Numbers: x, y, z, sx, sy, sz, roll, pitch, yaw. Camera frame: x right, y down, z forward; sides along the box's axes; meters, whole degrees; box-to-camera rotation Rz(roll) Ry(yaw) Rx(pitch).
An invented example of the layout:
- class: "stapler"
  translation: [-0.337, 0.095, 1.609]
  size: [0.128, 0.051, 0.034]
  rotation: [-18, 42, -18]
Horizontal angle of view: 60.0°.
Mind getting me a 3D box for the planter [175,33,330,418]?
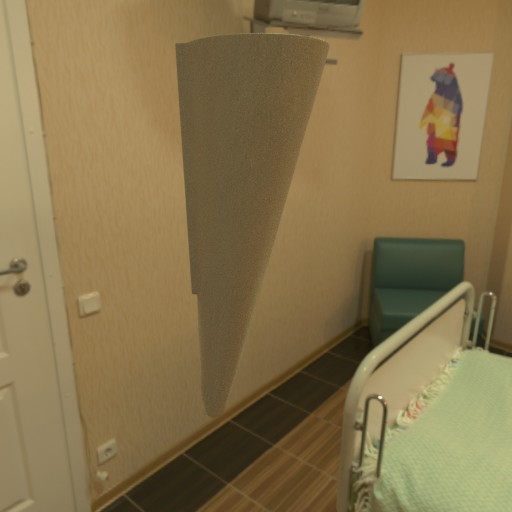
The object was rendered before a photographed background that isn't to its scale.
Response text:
- class: "planter"
  translation: [0.000, 0.000, 0.221]
  size: [0.064, 0.191, 0.057]
  rotation: [3, 16, 11]
